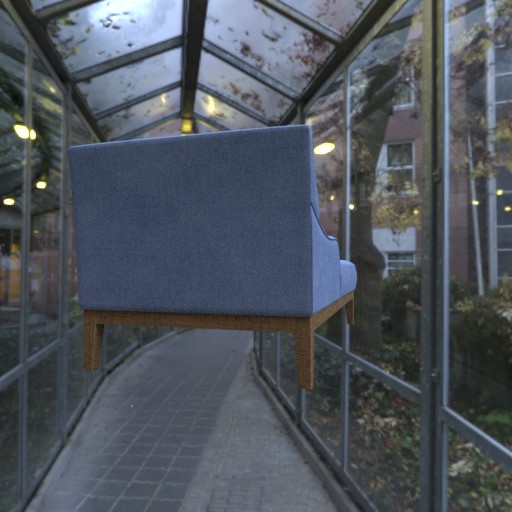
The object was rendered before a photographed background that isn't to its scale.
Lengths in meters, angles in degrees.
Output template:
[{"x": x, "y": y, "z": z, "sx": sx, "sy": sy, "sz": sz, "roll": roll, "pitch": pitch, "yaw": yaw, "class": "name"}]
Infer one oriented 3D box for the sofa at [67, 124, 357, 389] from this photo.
[{"x": 0.000, "y": 0.000, "z": 2.300, "sx": 0.904, "sy": 0.883, "sz": 1.779, "roll": 0, "pitch": -1, "yaw": 17, "class": "sofa"}]
